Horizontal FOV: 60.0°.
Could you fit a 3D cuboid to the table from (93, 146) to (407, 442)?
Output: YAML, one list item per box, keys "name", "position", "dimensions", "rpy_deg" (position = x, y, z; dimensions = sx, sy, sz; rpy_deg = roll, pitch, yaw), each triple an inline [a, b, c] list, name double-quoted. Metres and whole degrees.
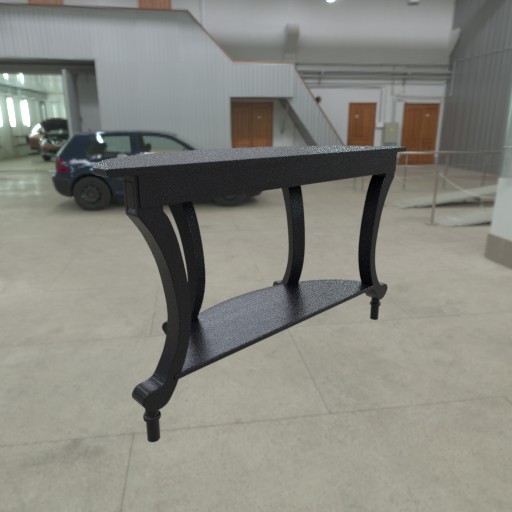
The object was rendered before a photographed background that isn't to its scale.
- name: "table"
  position: [0.000, 0.000, 1.505]
  dimensions: [1.198, 0.692, 0.394]
  rpy_deg: [-16, 23, -42]
